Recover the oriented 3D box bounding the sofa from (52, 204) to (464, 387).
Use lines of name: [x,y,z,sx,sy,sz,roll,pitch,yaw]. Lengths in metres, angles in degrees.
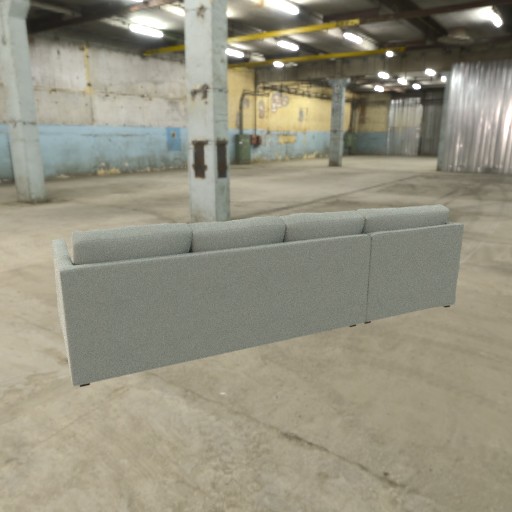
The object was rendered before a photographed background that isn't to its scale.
sofa: [0.000,0.000,3.855,3.205,0.922,1.650,-7,16,-25]
